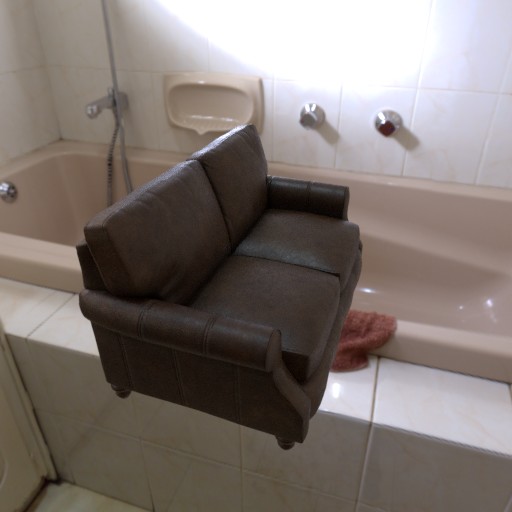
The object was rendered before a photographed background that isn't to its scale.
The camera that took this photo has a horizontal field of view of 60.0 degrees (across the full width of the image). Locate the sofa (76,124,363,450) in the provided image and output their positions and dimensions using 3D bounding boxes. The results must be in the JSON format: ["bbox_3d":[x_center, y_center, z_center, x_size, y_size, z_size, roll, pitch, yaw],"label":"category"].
[{"bbox_3d":[0.000,0.000,2.280,0.990,0.976,1.616,11,32,17],"label":"sofa"}]
